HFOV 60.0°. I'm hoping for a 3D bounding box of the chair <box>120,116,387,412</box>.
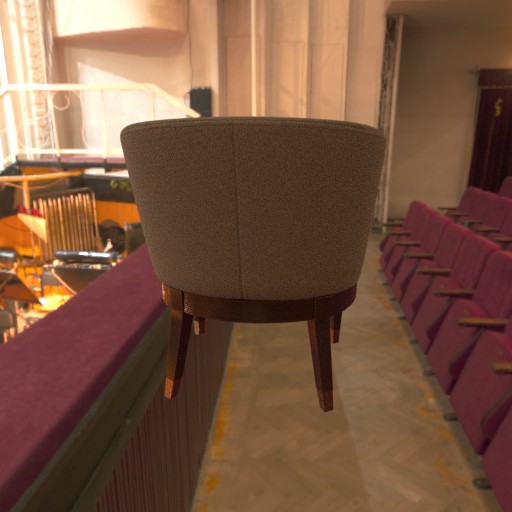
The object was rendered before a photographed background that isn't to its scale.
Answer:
[{"bbox_3d":[0.000,0.000,1.315,0.700,0.760,0.660,2,15,8],"label":"chair"}]
